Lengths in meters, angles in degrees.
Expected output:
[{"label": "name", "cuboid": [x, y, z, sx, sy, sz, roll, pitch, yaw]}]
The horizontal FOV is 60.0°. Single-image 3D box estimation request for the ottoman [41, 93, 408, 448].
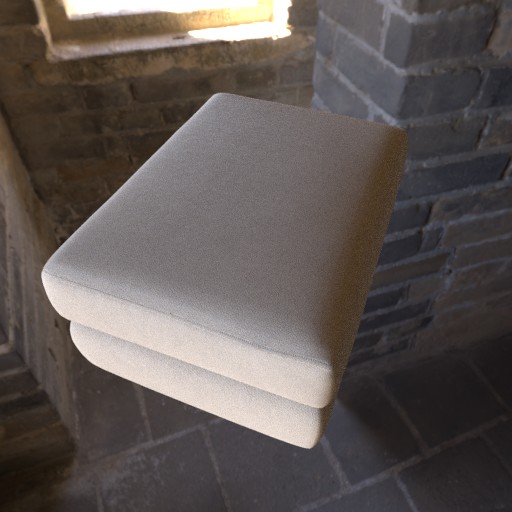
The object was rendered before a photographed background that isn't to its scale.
[{"label": "ottoman", "cuboid": [0.000, 0.000, 1.101, 0.569, 0.504, 0.773, 16, 48, 15]}]
